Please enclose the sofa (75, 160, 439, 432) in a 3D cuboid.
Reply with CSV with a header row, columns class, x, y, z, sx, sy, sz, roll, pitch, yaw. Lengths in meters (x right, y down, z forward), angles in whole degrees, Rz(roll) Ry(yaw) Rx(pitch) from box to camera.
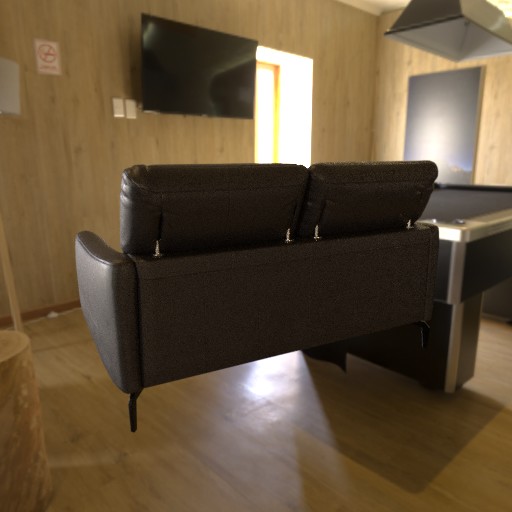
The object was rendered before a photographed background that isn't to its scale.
class,x,y,z,sx,sy,sz,roll,pitch,yaw
sofa,0.000,0.000,2.171,1.596,0.920,0.958,-7,15,-27
